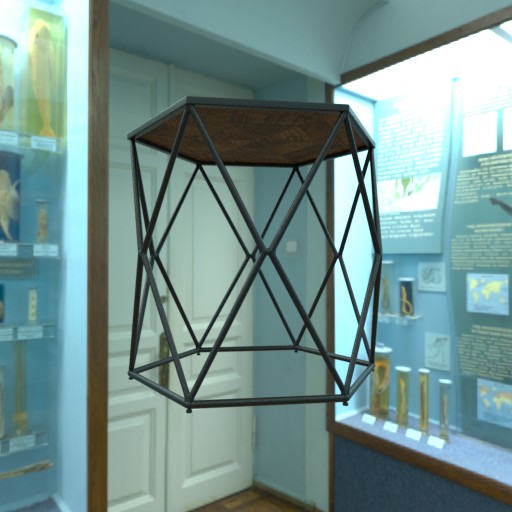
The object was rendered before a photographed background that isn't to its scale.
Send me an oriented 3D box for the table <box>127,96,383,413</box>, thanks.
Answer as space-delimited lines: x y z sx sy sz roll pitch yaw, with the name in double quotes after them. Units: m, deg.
0.000 0.000 1.055 0.579 0.564 0.578 1 -1 -37 "table"
